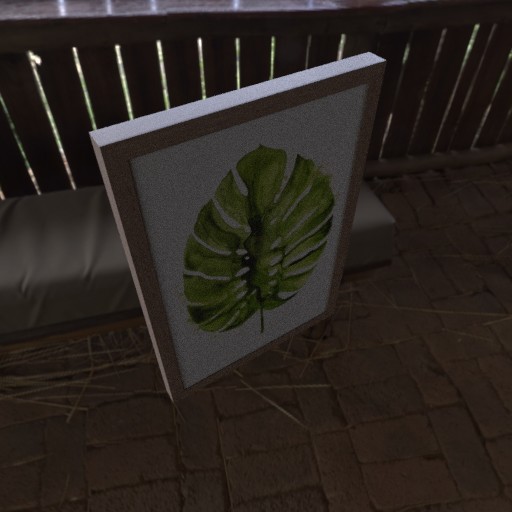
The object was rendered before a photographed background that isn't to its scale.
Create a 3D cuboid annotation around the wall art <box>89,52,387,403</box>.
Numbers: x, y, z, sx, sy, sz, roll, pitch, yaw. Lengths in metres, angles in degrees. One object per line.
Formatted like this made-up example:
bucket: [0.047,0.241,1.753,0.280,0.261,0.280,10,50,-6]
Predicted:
wall art: [0.000,0.000,0.663,0.358,0.510,0.032,-25,51,-22]
